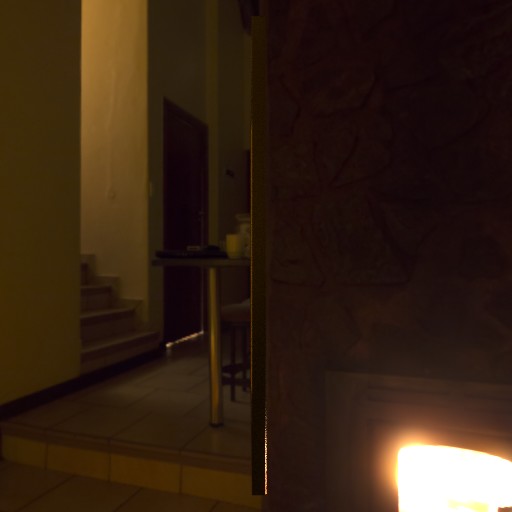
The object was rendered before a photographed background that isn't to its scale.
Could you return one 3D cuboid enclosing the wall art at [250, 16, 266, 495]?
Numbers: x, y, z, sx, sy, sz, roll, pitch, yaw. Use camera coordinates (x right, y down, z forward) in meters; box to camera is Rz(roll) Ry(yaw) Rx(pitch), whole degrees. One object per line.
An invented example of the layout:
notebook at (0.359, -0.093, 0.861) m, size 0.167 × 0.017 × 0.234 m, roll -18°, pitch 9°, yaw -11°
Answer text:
wall art at (0.000, 0.000, 0.551) m, size 0.013 × 0.432 × 0.304 m, roll 0°, pitch -1°, yaw -1°
